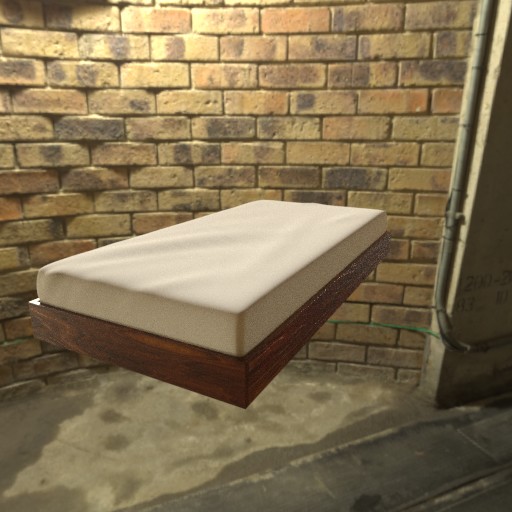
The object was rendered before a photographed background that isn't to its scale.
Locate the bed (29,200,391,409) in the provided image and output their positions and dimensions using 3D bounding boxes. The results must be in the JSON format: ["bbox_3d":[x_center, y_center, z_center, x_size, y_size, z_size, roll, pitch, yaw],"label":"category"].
[{"bbox_3d":[0.000,0.000,2.236,0.940,0.312,1.860,9,19,27],"label":"bed"}]
